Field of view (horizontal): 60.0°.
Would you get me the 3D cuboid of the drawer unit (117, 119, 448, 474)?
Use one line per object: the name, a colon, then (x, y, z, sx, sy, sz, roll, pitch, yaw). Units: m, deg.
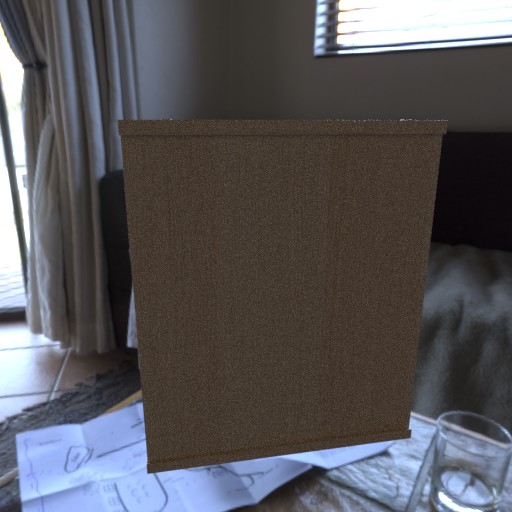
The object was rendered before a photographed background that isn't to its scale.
drawer unit: (0.000, 0.000, 0.591, 0.290, 0.344, 0.349, -3, 17, -10)
